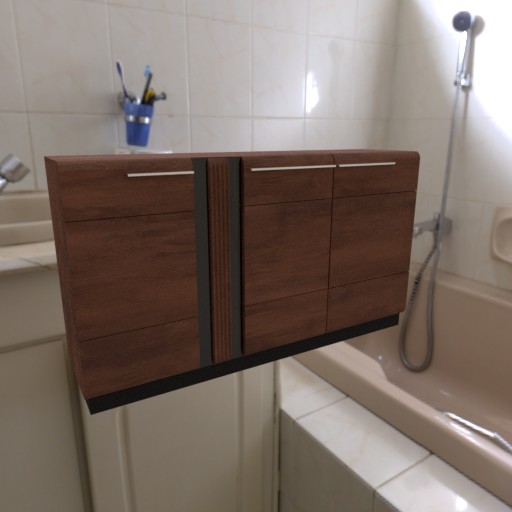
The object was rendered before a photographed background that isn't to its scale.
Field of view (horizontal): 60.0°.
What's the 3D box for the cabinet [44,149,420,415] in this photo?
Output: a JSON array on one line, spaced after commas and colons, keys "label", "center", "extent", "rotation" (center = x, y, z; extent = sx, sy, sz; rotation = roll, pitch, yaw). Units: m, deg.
[{"label": "cabinet", "center": [0.000, 0.000, 1.998], "extent": [1.600, 0.900, 0.420], "rotation": [-9, 18, -29]}]
